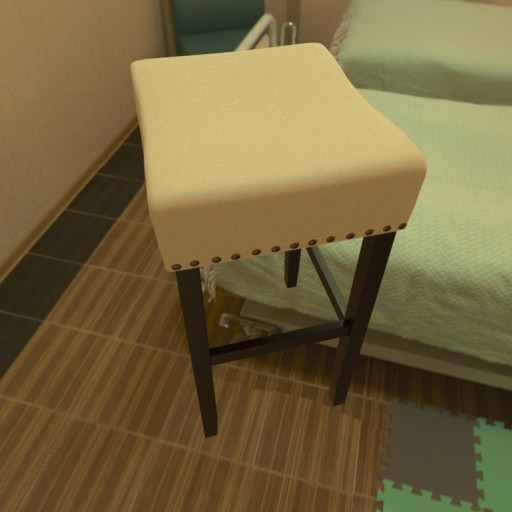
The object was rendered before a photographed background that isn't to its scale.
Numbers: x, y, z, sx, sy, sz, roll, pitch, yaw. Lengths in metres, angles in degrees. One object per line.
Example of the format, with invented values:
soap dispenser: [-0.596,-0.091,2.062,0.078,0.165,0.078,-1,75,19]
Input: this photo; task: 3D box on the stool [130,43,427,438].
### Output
stool: [0.000,0.000,1.015,0.401,0.762,0.471,-10,47,-10]
